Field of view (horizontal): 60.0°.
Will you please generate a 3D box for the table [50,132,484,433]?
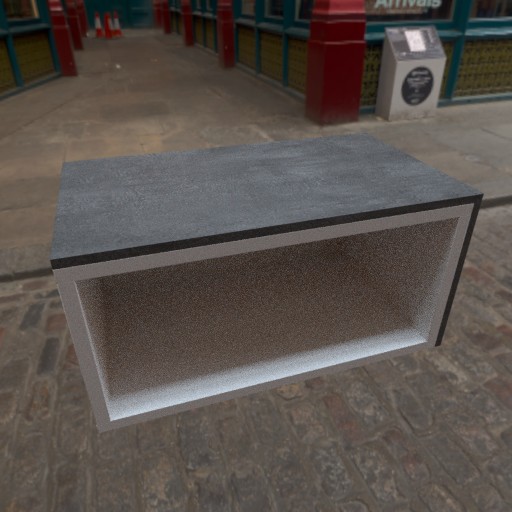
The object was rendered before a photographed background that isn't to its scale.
[{"bbox_3d":[0.000,0.000,0.926,0.700,0.350,0.400,-10,32,-16],"label":"table"}]
